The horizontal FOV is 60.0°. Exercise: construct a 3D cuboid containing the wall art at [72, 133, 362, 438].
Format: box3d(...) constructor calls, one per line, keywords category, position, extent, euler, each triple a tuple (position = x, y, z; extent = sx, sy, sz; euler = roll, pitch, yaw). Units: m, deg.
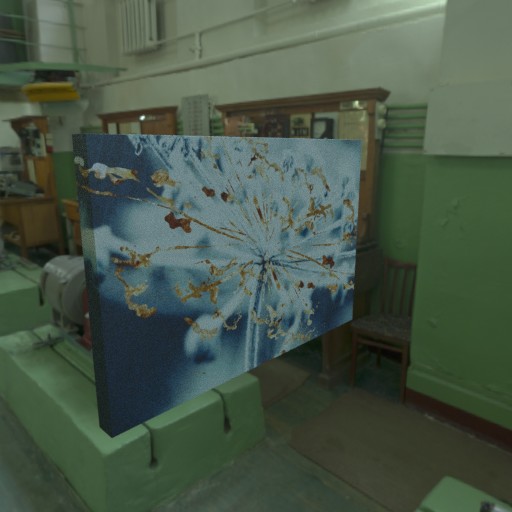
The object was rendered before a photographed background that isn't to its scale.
box3d(category="wall art", position=(0.000, 0.000, 0.787), extent=(0.036, 0.405, 0.607), euler=(13, 19, 43))
